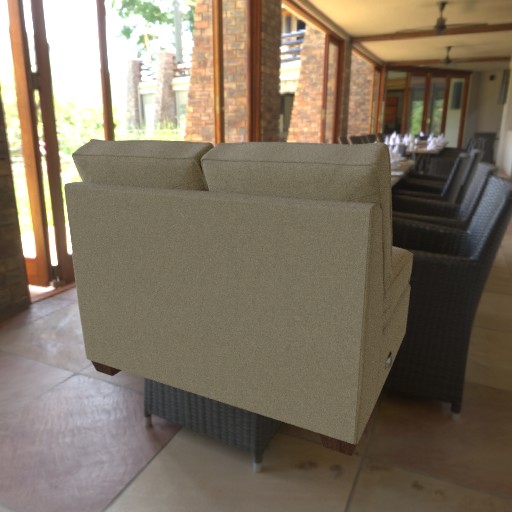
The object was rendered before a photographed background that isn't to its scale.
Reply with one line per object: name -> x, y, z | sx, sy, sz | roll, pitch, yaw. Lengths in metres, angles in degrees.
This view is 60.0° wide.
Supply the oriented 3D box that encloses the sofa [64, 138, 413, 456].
sofa -> 0.000, 0.000, 1.964 | 1.237, 1.008, 0.951 | 8, 18, 26
